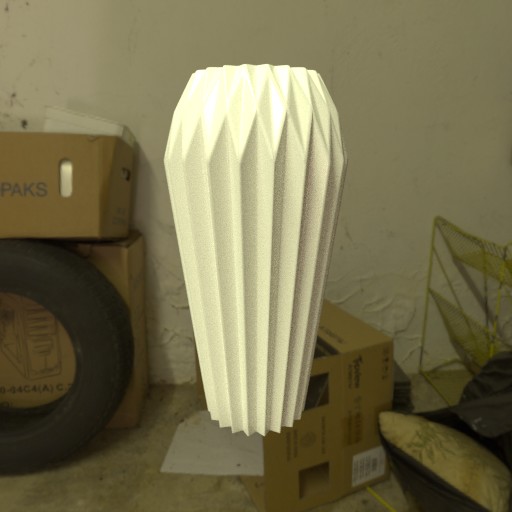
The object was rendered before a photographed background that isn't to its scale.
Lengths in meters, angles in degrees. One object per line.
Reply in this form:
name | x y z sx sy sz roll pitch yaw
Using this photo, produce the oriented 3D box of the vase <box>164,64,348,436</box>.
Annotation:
vase | 0.000 0.000 0.344 0.133 0.263 0.133 0 14 0
